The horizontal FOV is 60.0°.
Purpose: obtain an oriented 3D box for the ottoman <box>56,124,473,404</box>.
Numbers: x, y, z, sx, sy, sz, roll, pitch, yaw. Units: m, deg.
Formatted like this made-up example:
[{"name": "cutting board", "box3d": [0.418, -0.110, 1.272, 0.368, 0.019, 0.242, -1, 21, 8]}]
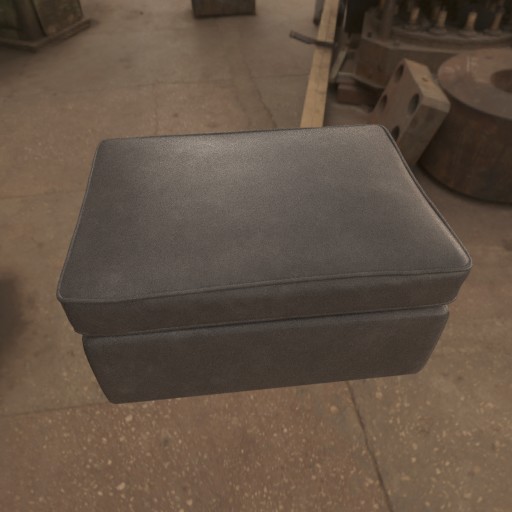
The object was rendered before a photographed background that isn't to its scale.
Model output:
[{"name": "ottoman", "box3d": [0.000, 0.000, 1.089, 0.756, 0.445, 0.554, -4, 44, -5]}]
